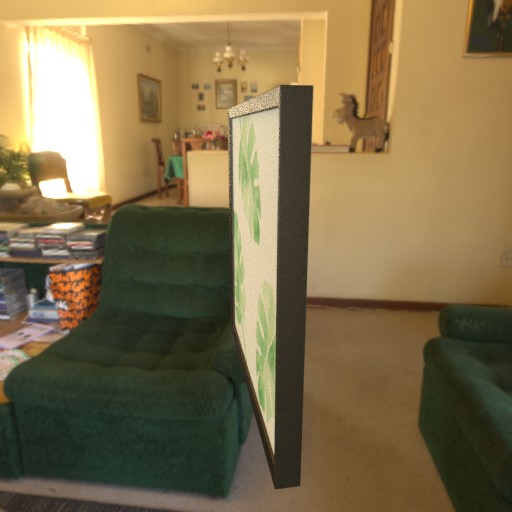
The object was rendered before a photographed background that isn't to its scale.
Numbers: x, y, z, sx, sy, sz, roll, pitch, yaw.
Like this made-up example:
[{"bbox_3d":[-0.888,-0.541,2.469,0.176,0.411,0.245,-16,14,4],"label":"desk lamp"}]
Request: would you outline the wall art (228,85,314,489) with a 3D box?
[{"bbox_3d":[0.000,0.000,0.768,0.036,0.508,0.508,-3,16,-9],"label":"wall art"}]
